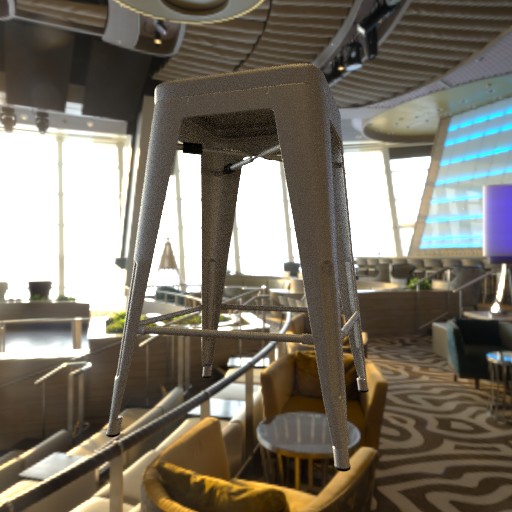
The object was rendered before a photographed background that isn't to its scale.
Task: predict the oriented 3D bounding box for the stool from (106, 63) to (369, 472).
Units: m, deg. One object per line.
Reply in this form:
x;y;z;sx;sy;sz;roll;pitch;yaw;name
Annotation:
0.000;0.000;0.874;0.406;0.610;0.406;0;0;18;stool
